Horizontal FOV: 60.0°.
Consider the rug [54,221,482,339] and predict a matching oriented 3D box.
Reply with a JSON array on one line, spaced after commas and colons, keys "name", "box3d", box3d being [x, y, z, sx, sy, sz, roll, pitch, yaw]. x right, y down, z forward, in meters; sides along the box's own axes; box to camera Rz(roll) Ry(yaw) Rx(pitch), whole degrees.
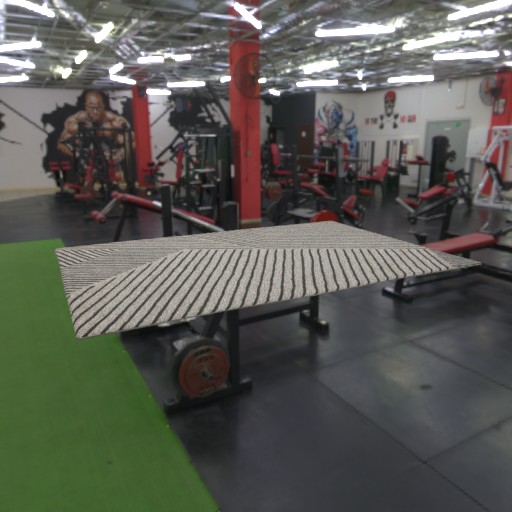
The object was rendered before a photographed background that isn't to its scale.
[{"name": "rug", "box3d": [0.000, 0.000, 2.279, 1.842, 0.019, 1.237, -7, 17, -26]}]
